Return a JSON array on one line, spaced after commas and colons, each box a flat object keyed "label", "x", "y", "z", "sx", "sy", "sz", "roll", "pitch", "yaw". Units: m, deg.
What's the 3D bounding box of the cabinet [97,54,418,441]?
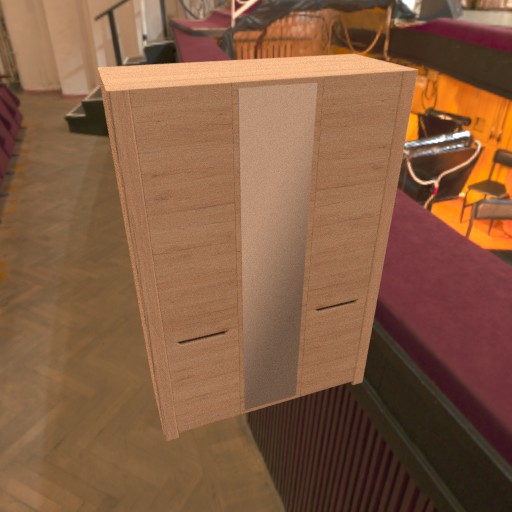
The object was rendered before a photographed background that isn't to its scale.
[{"label": "cabinet", "x": 0.000, "y": 0.000, "z": 2.628, "sx": 1.400, "sy": 2.070, "sz": 0.580, "roll": -11, "pitch": 33, "yaw": -17}]
